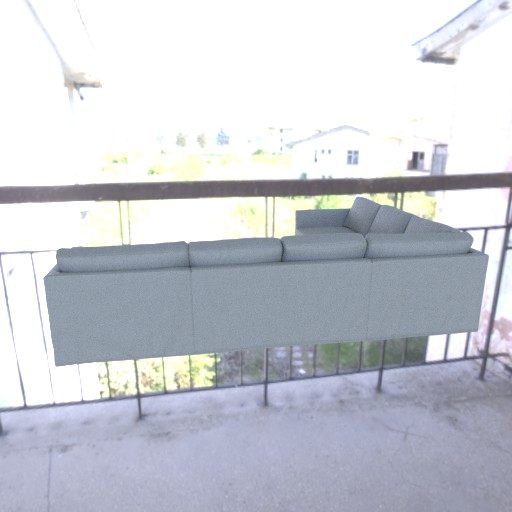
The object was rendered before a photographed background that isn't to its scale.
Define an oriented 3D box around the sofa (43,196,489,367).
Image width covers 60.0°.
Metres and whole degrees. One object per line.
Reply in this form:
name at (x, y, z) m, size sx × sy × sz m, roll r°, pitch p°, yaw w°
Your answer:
sofa at (0.000, 0.000, 4.534) m, size 3.460 × 0.882 × 2.427 m, roll -3°, pitch 16°, yaw -10°
